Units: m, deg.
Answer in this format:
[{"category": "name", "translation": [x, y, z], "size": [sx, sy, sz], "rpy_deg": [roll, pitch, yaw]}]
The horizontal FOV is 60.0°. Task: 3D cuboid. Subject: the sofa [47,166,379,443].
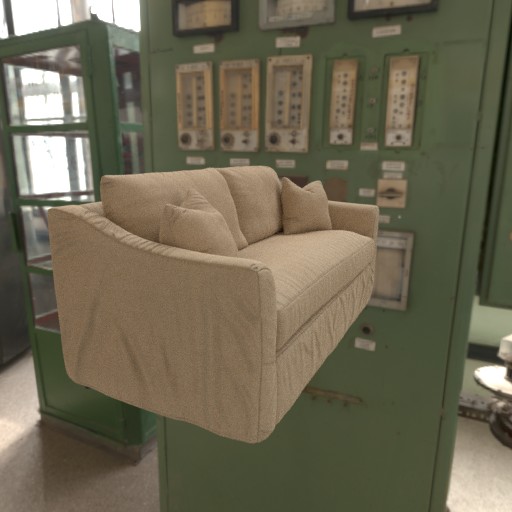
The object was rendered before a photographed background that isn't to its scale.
[{"category": "sofa", "translation": [0.000, 0.000, 2.629], "size": [1.072, 1.018, 2.010], "rpy_deg": [7, 15, 26]}]
